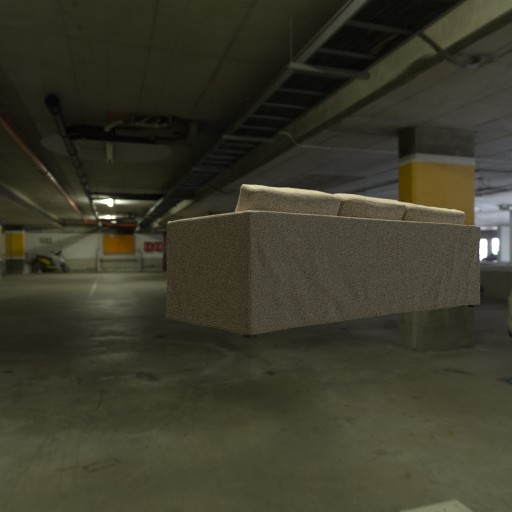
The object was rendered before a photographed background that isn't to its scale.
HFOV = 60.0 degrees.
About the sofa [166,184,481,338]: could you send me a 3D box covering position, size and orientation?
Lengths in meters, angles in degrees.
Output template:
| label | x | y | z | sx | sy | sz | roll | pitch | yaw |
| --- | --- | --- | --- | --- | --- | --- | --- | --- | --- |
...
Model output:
| label | x | y | z | sx | sy | sz | roll | pitch | yaw |
| --- | --- | --- | --- | --- | --- | --- | --- | --- | --- |
| sofa | 0.000 | 0.000 | 4.315 | 2.432 | 0.871 | 3.182 | 0 | 1 | -36 |
